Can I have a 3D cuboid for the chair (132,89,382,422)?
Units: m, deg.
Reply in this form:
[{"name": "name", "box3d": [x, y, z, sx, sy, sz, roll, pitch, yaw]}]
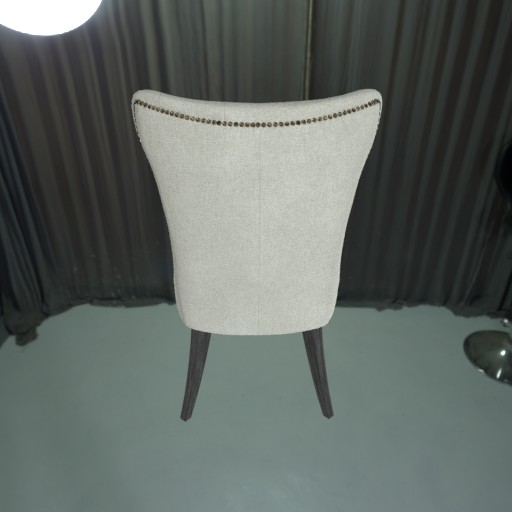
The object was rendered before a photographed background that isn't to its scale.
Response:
[{"name": "chair", "box3d": [0.000, 0.000, 1.413, 0.584, 1.065, 0.590, -1, 30, -1]}]
